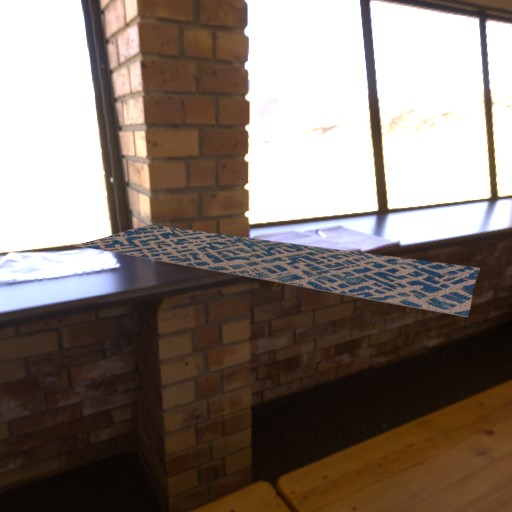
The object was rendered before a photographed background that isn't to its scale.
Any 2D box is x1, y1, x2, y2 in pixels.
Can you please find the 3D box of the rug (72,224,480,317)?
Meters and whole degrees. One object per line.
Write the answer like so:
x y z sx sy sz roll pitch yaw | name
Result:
0.000 0.000 2.736 2.446 0.011 0.768 9 18 28 | rug
